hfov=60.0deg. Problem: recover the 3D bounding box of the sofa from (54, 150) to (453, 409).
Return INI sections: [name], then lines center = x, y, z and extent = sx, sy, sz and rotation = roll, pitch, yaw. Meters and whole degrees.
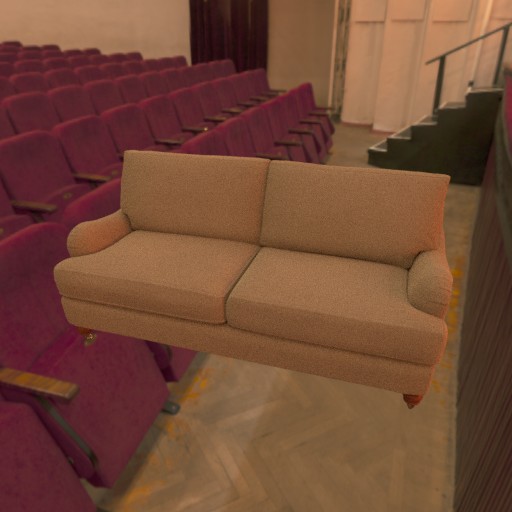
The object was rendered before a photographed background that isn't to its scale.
[sofa]
center = 0.000, 0.000, 2.583
extent = 2.070, 0.997, 1.091
rotation = 8, 28, 15
